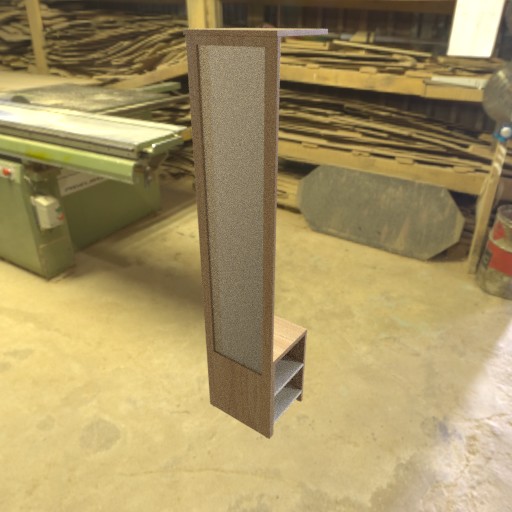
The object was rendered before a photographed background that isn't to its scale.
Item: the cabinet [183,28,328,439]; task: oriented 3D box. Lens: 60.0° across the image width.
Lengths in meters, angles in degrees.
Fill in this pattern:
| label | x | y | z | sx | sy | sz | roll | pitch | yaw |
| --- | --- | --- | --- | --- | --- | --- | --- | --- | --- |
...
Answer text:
| label | x | y | z | sx | sy | sz | roll | pitch | yaw |
| --- | --- | --- | --- | --- | --- | --- | --- | --- | --- |
| cabinet | 0.000 | 0.000 | 2.061 | 0.411 | 1.879 | 0.338 | 19 | 33 | 31 |
